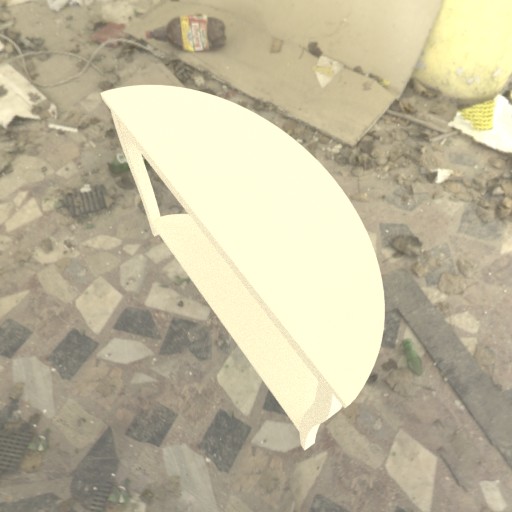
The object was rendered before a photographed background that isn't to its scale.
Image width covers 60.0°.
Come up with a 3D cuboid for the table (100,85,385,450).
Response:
[{"bbox_3d":[0.000,0.000,1.580,0.394,0.780,1.219,-31,63,-18],"label":"table"}]
